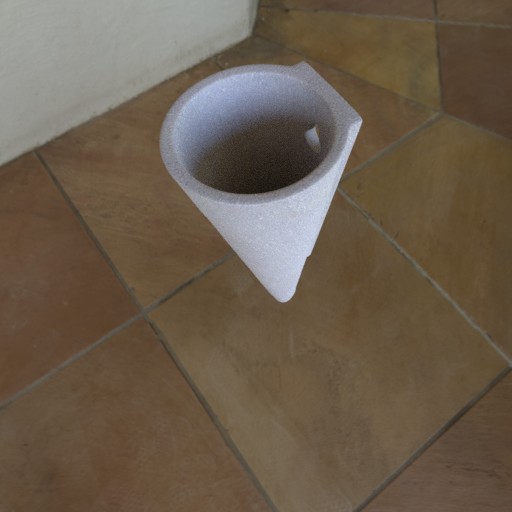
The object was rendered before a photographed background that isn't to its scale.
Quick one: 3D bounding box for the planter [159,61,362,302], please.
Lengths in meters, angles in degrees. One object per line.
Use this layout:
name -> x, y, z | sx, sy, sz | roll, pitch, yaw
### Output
planter -> 0.000, 0.000, 0.311 | 0.087, 0.259, 0.078 | -31, 68, -14
